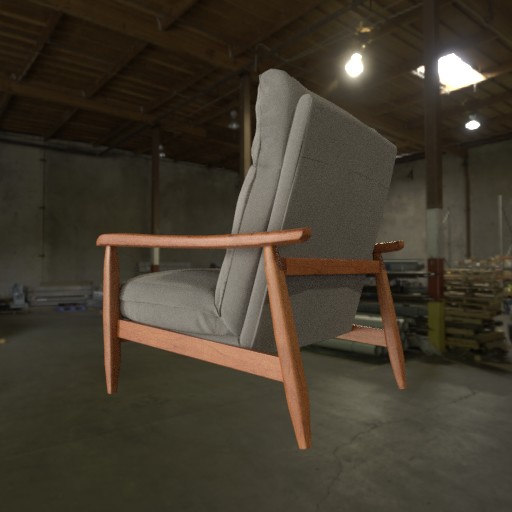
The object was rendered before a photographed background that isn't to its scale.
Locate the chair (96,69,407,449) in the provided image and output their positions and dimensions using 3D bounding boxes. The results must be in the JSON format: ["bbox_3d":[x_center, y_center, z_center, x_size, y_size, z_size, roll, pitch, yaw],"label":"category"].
[{"bbox_3d":[0.000,0.000,1.532,0.816,0.922,0.782,-1,-2,38],"label":"chair"}]
